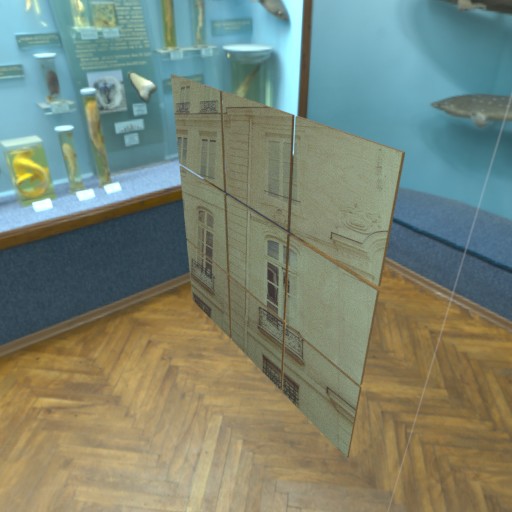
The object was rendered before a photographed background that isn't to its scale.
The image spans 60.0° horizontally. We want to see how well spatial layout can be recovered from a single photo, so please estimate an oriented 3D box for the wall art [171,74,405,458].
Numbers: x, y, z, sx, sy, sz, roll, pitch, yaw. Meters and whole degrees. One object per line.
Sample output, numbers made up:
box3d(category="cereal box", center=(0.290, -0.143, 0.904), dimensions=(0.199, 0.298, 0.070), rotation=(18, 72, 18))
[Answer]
box3d(category="wall art", center=(0.000, 0.000, 2.258), dimensions=(0.023, 1.522, 1.526), rotation=(-21, 38, -30))
